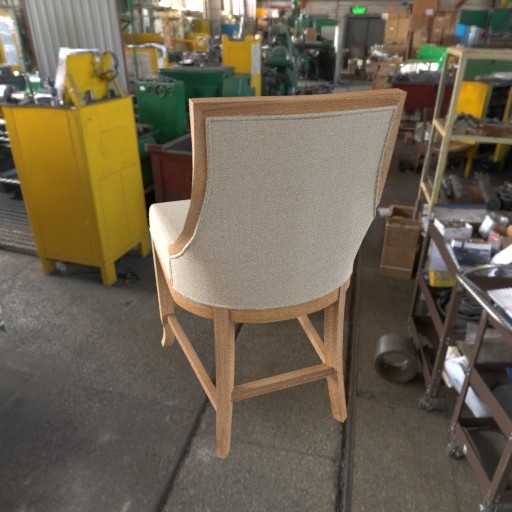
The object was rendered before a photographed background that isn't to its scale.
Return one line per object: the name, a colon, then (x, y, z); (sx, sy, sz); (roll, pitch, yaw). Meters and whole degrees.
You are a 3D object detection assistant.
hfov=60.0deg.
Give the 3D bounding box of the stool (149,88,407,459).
stool: (0.000, 0.000, 1.264); (0.524, 0.938, 0.626); (-9, 29, -18)
